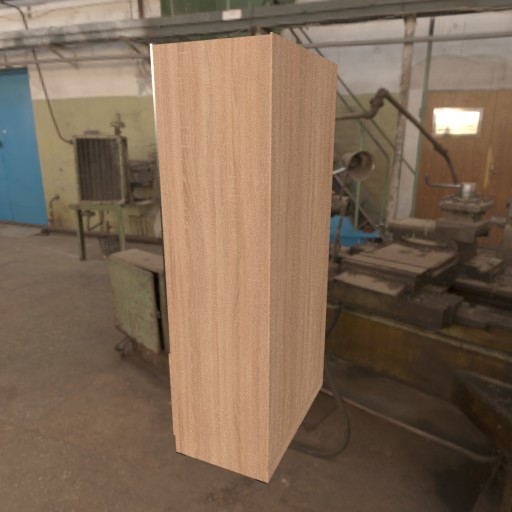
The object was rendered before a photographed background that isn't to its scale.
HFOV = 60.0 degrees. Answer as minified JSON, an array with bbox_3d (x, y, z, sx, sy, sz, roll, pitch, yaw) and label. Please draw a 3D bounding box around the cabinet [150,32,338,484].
[{"bbox_3d":[0.000,0.000,2.547,0.590,2.121,1.001,7,18,23],"label":"cabinet"}]
